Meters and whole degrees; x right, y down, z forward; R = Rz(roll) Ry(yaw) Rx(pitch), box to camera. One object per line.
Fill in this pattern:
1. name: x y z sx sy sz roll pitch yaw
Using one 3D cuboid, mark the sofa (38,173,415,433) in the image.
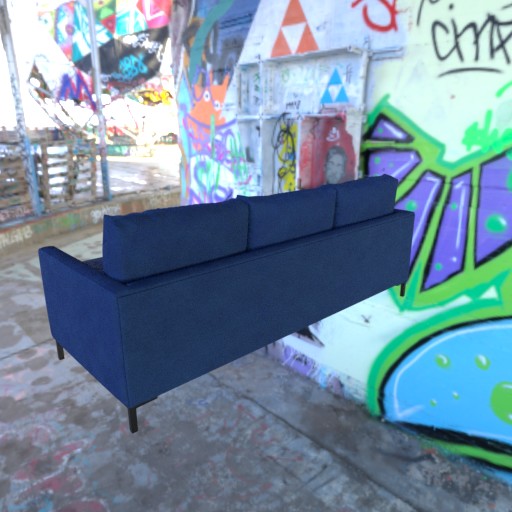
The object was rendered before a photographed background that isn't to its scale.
1. sofa: 0.000 0.000 2.695 2.252 0.879 0.875 -15 23 -41
